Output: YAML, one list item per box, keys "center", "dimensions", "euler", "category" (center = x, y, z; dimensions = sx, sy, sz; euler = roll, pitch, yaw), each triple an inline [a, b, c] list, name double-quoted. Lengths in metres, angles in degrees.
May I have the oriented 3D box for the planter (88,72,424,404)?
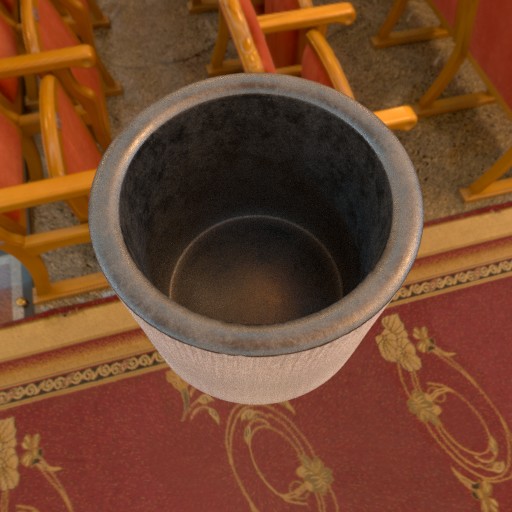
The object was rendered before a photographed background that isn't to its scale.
- center: [0.000, 0.000, 0.213]
  dimensions: [0.125, 0.112, 0.125]
  euler: [0, 64, 0]
  category: "planter"
